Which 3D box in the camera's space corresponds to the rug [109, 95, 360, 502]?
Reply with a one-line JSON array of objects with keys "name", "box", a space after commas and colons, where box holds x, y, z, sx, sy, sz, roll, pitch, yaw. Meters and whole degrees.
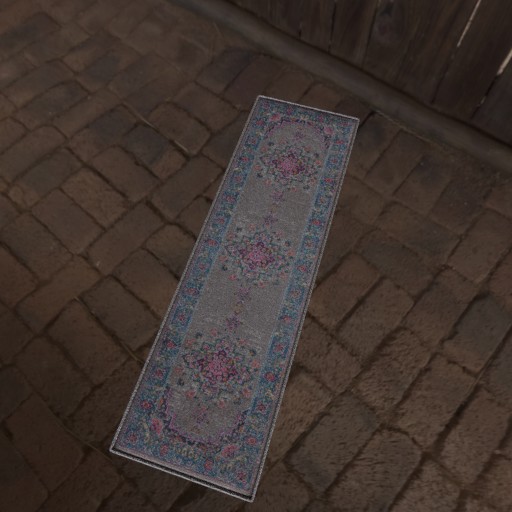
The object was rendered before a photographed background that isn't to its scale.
[{"name": "rug", "box": [0.000, 0.000, 1.956, 0.553, 0.012, 1.827, 16, 66, 7]}]
